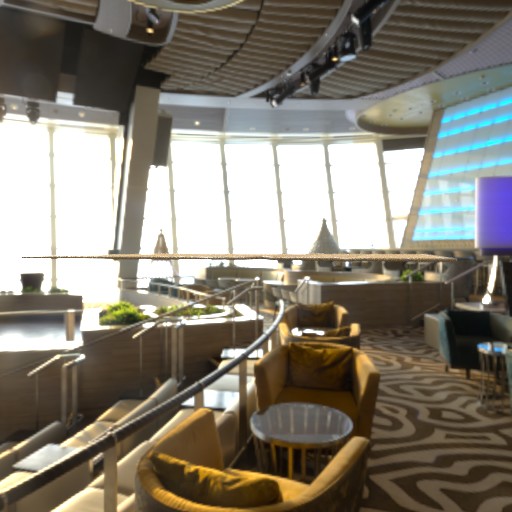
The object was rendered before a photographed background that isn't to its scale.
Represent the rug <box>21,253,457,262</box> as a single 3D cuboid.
[{"bbox_3d":[0.000,0.000,4.794,3.659,0.037,2.734,0,1,17],"label":"rug"}]
